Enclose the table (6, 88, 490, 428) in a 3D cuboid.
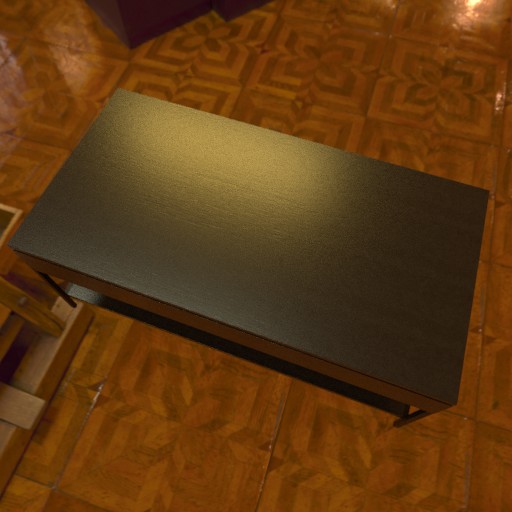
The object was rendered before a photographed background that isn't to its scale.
[{"bbox_3d":[0.000,0.000,1.317,1.095,0.435,0.574,18,64,9],"label":"table"}]
